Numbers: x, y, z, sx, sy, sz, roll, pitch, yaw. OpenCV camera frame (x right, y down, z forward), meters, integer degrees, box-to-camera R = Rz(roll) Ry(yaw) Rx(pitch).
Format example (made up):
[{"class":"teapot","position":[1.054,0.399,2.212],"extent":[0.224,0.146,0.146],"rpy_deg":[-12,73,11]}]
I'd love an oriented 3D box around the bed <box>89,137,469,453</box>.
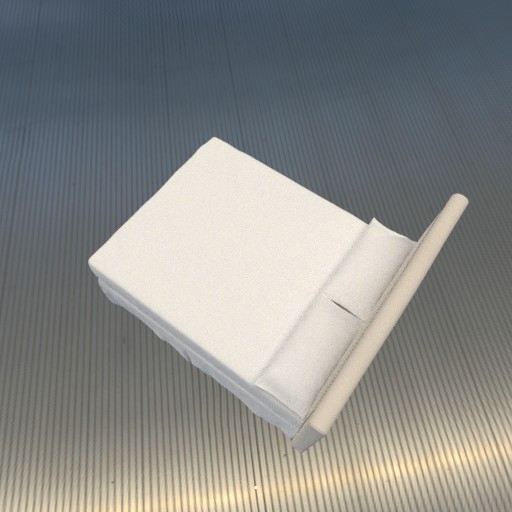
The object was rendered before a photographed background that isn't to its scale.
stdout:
[{"class":"bed","position":[0.000,0.000,3.352],"extent":[2.143,1.460,1.753],"rpy_deg":[33,67,16]}]
